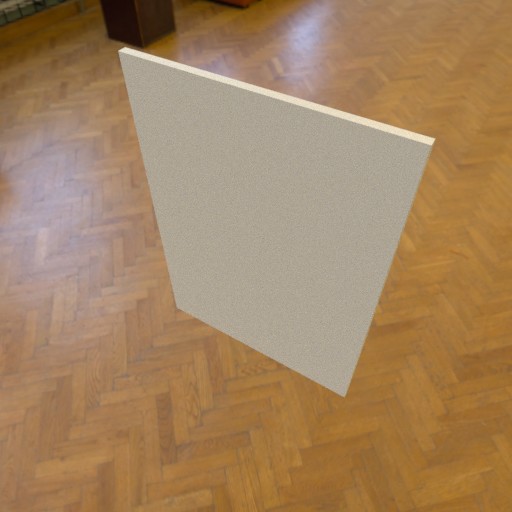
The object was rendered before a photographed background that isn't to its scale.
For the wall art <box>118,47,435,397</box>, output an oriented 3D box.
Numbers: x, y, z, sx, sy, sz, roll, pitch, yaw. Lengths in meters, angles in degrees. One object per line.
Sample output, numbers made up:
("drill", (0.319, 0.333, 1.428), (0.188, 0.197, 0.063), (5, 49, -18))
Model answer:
("wall art", (0.000, 0.000, 0.670), (0.381, 0.533, 0.013), (24, 53, 20))
